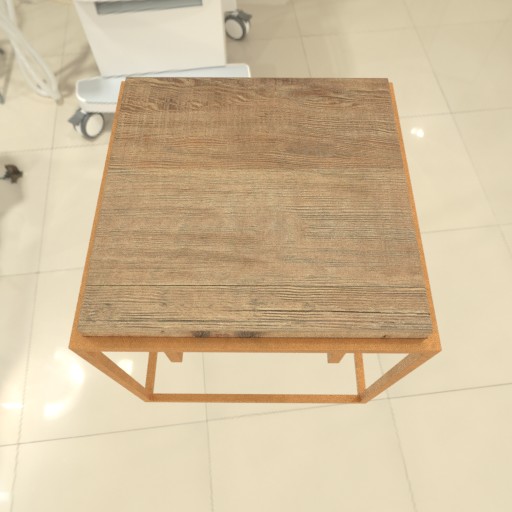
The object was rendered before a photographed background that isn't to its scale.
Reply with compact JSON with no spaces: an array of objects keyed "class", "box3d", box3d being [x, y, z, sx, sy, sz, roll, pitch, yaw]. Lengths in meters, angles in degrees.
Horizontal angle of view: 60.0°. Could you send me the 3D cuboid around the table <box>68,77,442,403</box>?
[{"class":"table","box3d":[0.000,0.000,1.078,0.599,0.584,0.599,0,63,0]}]
